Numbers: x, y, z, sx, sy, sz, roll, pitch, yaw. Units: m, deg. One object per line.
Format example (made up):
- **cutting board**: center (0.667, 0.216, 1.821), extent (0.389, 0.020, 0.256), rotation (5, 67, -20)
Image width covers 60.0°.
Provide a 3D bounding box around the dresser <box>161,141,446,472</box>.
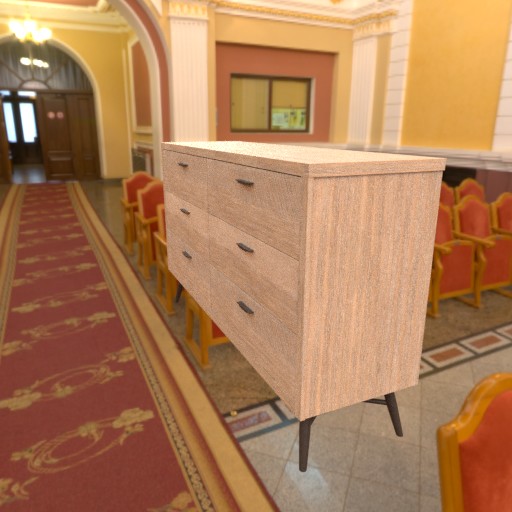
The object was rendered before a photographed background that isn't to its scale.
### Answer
- **dresser**: center (0.000, 0.000, 1.926), extent (0.457, 0.914, 1.524), rotation (-7, 18, -24)
